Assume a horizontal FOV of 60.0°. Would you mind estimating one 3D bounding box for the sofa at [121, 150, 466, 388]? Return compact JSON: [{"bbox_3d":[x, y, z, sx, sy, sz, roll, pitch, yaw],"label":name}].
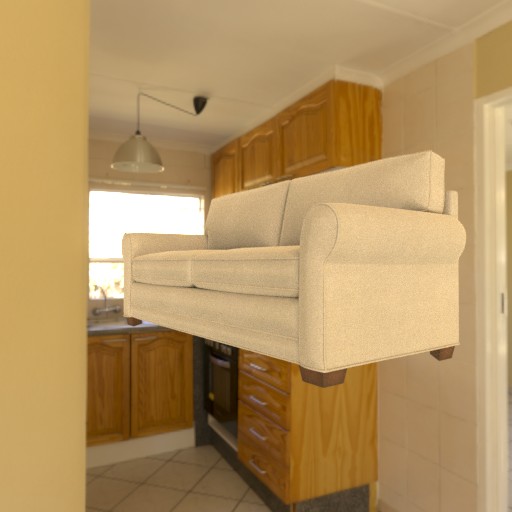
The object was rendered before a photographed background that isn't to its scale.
[{"bbox_3d":[0.000,0.000,2.604,0.901,0.962,2.146,1,-1,-36],"label":"sofa"}]
